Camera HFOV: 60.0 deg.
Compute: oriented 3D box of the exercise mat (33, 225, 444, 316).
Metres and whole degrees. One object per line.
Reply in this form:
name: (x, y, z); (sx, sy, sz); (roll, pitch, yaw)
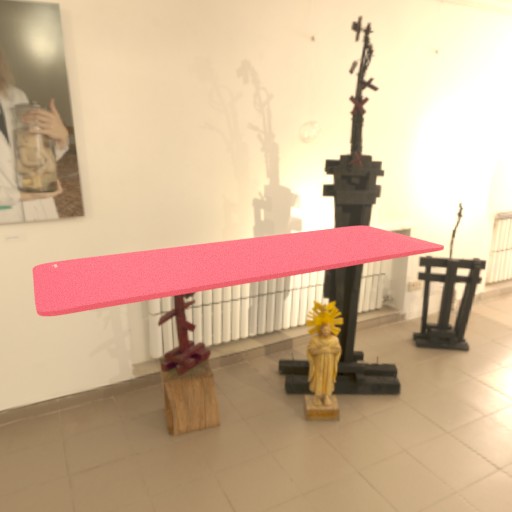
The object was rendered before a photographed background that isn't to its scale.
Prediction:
exercise mat: (0.000, 0.000, 2.082); (1.884, 0.021, 0.616); (-8, 17, -27)
